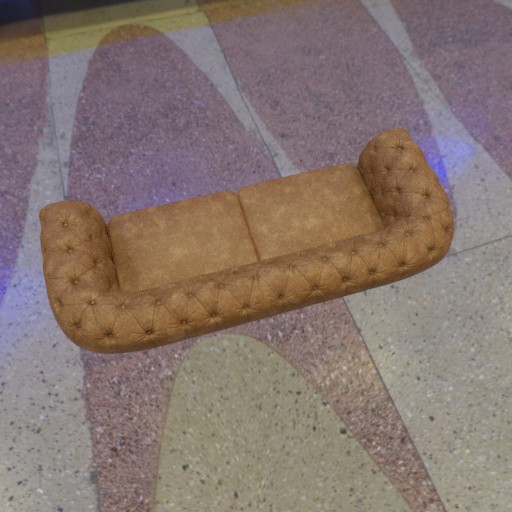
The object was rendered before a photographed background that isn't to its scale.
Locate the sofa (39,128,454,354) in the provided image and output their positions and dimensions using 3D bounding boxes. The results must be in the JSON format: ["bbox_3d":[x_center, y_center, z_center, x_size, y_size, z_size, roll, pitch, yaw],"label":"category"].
[{"bbox_3d":[0.000,0.000,2.742,2.365,0.760,0.989,-14,60,-8],"label":"sofa"}]
